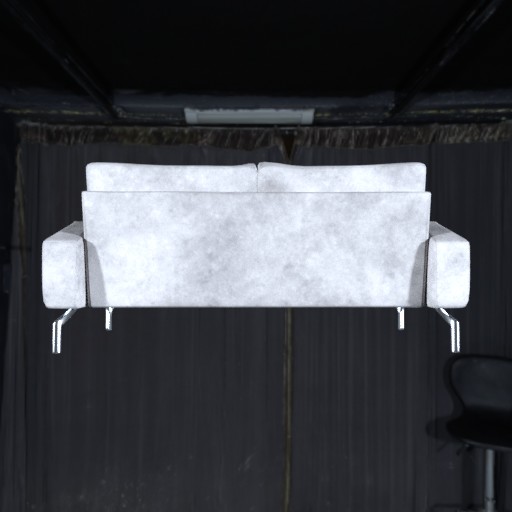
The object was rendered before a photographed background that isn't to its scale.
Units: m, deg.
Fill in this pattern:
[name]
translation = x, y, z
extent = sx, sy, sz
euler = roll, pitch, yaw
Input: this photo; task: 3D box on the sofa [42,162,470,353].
[sofa]
translation = 0.000, 0.000, 2.309
extent = 1.837, 0.859, 0.849
euler = 0, -1, -1
